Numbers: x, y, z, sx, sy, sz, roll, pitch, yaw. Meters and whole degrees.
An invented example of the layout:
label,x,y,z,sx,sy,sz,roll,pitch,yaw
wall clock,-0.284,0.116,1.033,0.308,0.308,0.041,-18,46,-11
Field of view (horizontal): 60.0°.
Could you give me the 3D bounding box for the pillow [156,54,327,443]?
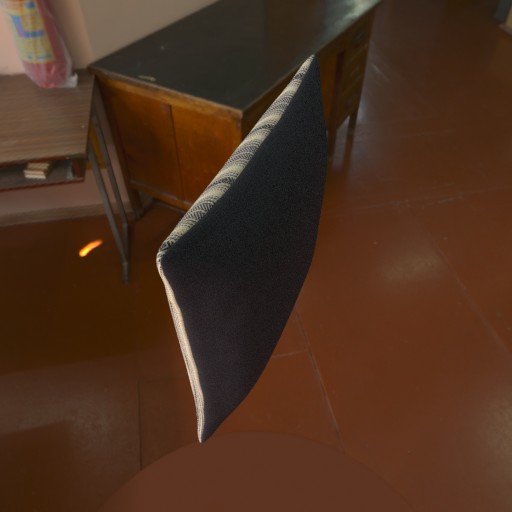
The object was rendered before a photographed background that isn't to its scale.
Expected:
label,x,y,z,sx,sy,sz,roll,pitch,yaw
pillow,0.000,0.000,0.782,0.166,0.508,0.520,17,49,15
